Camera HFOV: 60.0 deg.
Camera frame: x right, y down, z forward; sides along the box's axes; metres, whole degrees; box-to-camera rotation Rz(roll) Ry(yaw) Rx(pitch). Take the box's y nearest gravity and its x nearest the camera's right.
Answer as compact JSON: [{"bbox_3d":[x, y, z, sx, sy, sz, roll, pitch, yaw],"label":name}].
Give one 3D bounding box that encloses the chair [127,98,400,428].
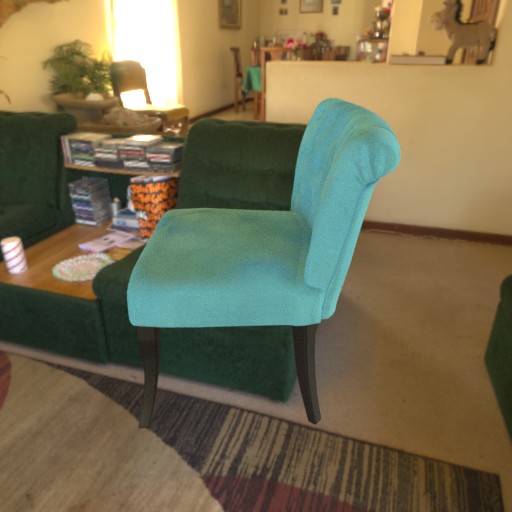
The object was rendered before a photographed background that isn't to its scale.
[{"bbox_3d":[0.000,0.000,1.192,0.605,0.750,0.582,0,26,0],"label":"chair"}]
